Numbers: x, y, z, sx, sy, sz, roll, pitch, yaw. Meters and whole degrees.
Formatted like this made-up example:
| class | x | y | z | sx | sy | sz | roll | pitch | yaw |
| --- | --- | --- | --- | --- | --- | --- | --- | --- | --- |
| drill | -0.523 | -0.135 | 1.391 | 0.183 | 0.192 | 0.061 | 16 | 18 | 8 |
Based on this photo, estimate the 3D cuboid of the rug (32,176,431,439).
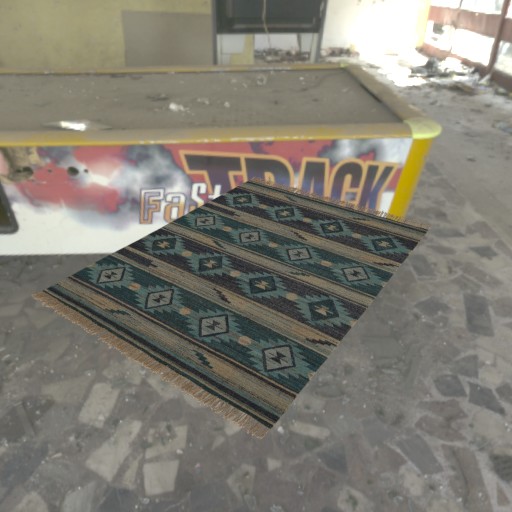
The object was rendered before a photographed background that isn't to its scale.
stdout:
| class | x | y | z | sx | sy | sz | roll | pitch | yaw |
| --- | --- | --- | --- | --- | --- | --- | --- | --- | --- |
| rug | 0.000 | 0.000 | 4.334 | 2.418 | 0.047 | 3.307 | 21 | 38 | 29 |
